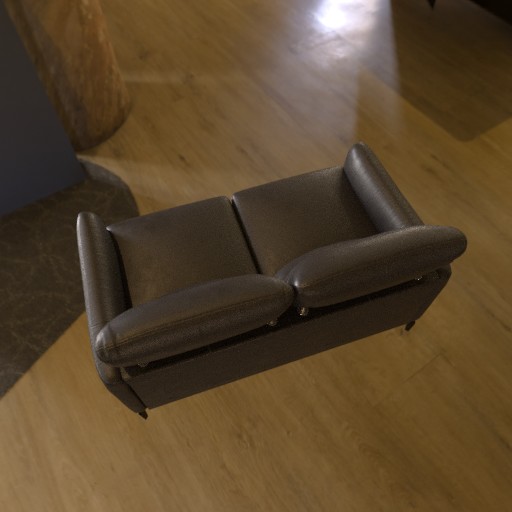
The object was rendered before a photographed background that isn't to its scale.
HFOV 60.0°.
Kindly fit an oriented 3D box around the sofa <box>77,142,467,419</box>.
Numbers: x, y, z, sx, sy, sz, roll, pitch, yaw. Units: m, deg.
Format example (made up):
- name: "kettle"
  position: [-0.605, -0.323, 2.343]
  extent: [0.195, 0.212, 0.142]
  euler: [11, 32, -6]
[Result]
- name: "sofa"
  position: [0.000, 0.000, 2.138]
  extent: [1.596, 0.920, 0.958]
  euler: [-16, 60, -10]
